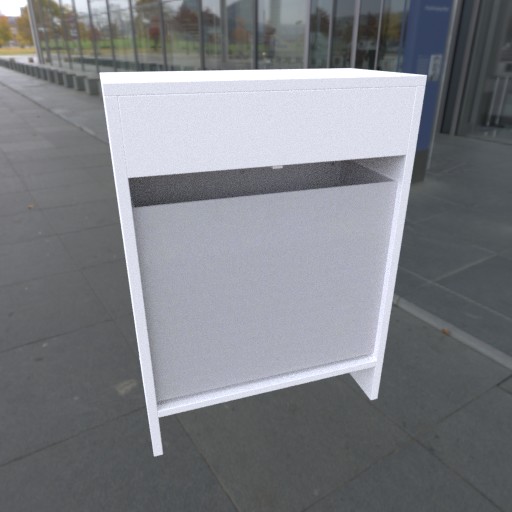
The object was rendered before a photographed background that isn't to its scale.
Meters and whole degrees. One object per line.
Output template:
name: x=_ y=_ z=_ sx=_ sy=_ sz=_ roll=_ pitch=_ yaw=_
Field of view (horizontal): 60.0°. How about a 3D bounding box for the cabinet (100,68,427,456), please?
cabinet: x=0.000 y=0.000 z=1.071 sx=0.600 sy=0.815 sz=0.296 roll=-8 pitch=27 yaw=-17
